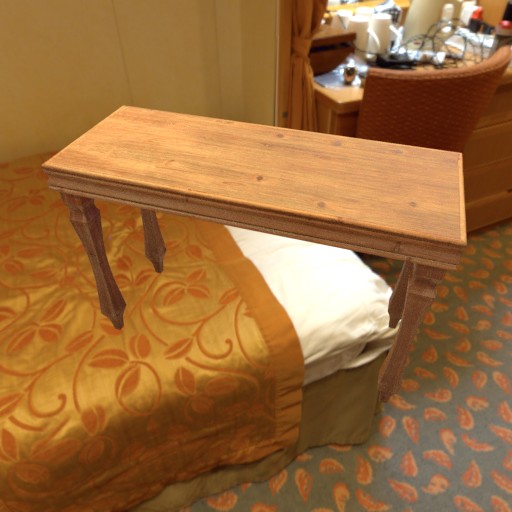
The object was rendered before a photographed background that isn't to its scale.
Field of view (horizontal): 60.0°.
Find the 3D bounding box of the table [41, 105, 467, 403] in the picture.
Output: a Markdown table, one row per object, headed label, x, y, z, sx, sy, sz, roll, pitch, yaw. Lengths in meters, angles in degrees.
| label | x | y | z | sx | sy | sz | roll | pitch | yaw |
| --- | --- | --- | --- | --- | --- | --- | --- | --- | --- |
| table | 0.000 | 0.000 | 1.785 | 1.330 | 0.873 | 0.522 | 12 | 43 | 14 |
